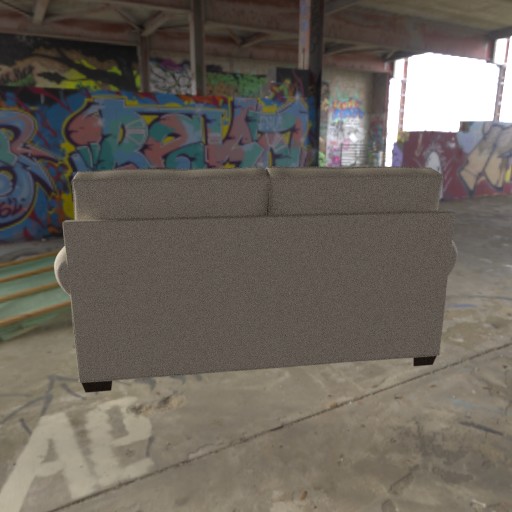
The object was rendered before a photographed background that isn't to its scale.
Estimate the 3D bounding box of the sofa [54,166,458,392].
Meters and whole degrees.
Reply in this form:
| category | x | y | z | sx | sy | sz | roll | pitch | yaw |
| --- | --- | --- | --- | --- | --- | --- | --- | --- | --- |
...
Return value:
| category | x | y | z | sx | sy | sz | roll | pitch | yaw |
| --- | --- | --- | --- | --- | --- | --- | --- | --- | --- |
| sofa | 0.000 | 0.000 | 2.272 | 1.774 | 0.933 | 0.861 | -2 | 15 | -8 |
